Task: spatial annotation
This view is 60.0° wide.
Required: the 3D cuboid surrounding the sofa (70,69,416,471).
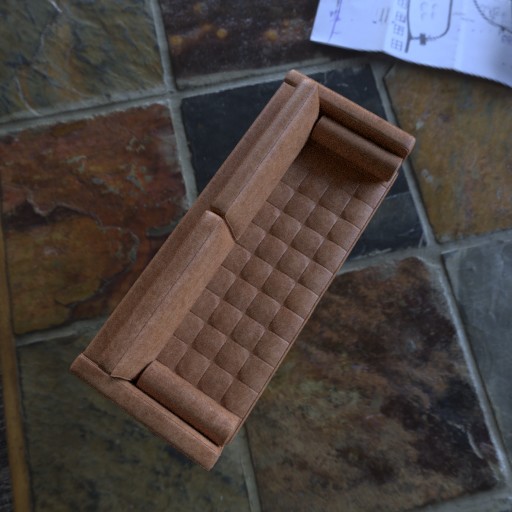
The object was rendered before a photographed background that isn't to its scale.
[{"bbox_3d":[0.000,0.000,2.644,0.919,0.770,2.200,32,78,8],"label":"sofa"}]
